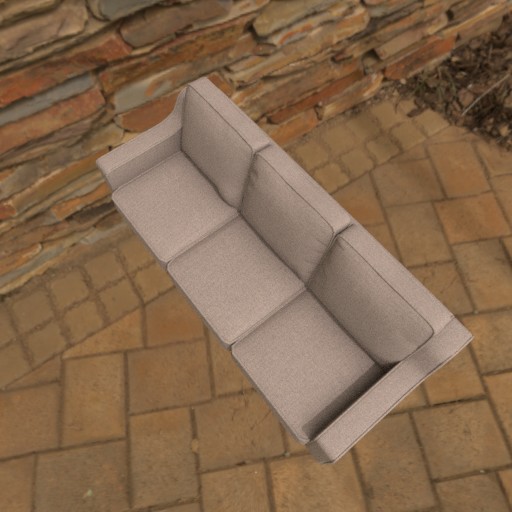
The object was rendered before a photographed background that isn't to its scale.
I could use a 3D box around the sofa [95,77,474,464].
[{"bbox_3d":[0.000,0.000,2.545,0.899,0.950,2.129,-36,69,-16],"label":"sofa"}]
